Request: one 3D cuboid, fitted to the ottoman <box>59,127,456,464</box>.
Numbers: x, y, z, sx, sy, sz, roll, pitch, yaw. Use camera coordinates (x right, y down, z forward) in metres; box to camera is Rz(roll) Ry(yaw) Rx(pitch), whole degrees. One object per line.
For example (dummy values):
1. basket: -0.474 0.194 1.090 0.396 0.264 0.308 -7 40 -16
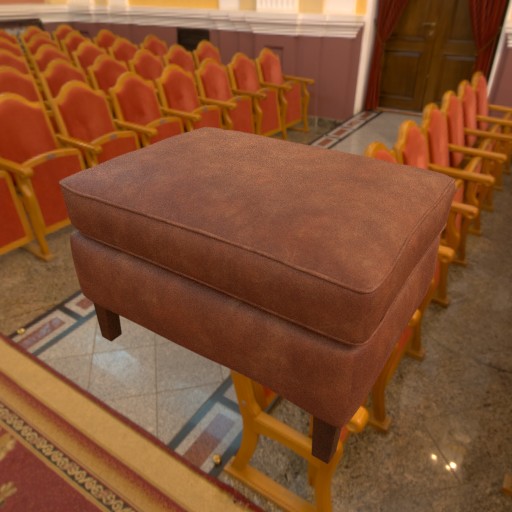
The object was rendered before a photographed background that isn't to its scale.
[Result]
1. ottoman: 0.000 0.000 0.953 0.665 0.418 0.501 19 37 28
